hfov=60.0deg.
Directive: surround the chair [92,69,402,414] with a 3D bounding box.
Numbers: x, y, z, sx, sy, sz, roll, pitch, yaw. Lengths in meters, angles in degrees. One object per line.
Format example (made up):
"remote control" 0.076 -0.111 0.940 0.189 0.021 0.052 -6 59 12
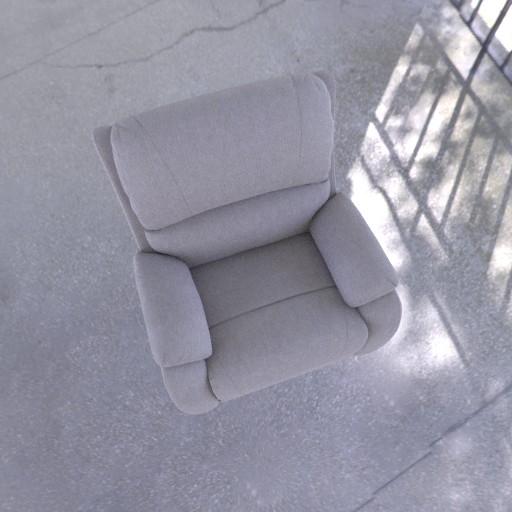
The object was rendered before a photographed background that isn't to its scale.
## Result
"chair" 0.000 0.000 1.719 0.930 1.011 0.899 -17 66 -8
